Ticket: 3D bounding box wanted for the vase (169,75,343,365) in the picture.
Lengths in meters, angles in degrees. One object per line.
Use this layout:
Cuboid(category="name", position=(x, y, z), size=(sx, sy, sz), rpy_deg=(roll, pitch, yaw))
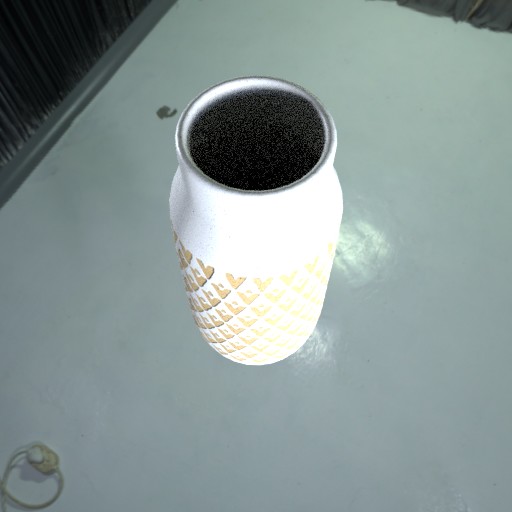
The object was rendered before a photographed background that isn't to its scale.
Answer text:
Cuboid(category="vase", position=(0.000, 0.000, 0.382), size=(0.137, 0.307, 0.137), rpy_deg=(0, 63, 0))
